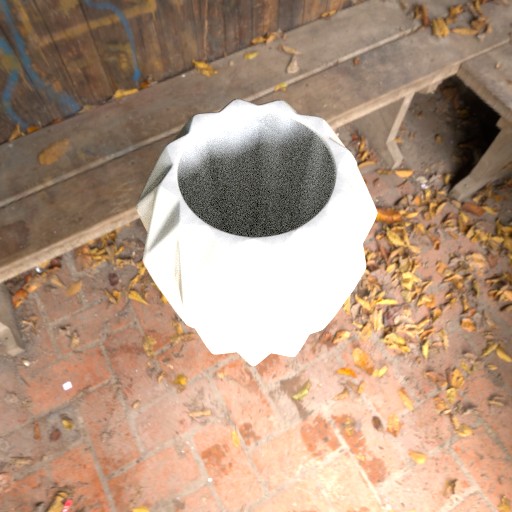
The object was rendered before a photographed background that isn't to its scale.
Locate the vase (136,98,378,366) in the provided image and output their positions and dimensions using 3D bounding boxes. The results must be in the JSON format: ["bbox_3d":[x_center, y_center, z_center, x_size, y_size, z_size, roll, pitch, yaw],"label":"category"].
[{"bbox_3d":[0.000,0.000,0.430,0.195,0.275,0.195,0,63,0],"label":"vase"}]
